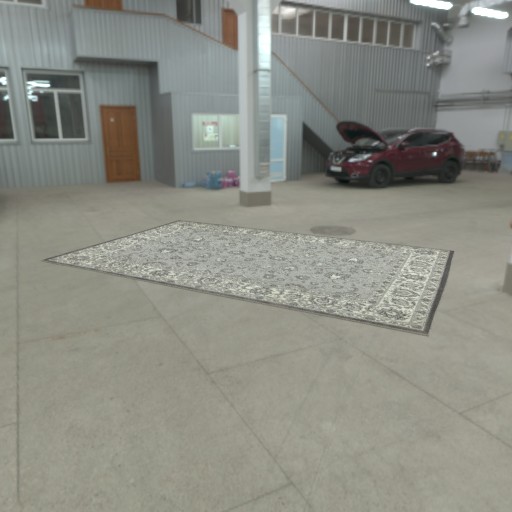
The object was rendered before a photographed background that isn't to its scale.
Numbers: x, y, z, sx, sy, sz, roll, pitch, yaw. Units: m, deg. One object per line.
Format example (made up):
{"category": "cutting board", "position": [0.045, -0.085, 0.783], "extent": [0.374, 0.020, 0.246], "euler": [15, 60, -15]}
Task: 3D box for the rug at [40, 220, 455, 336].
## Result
{"category": "rug", "position": [0.000, 0.000, 3.049], "extent": [2.438, 0.011, 1.524], "euler": [8, 18, 26]}
